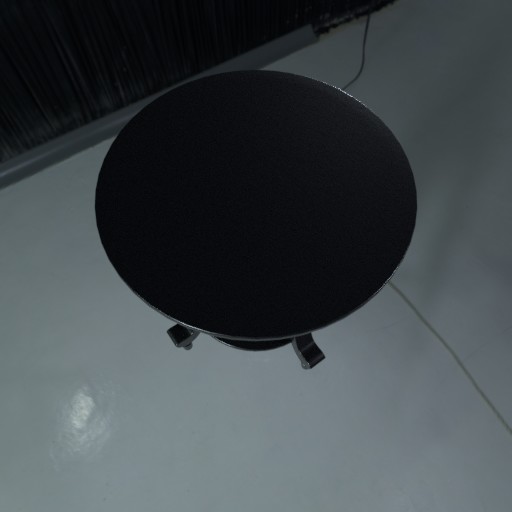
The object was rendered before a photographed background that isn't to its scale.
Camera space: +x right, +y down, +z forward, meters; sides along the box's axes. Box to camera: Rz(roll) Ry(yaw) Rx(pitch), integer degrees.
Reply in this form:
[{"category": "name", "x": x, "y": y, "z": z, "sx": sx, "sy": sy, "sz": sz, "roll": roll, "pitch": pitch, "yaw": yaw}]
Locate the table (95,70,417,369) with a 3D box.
[{"category": "table", "x": 0.000, "y": 0.000, "z": 1.104, "sx": 0.597, "sy": 0.618, "sz": 0.597, "roll": 0, "pitch": 64, "yaw": 0}]
